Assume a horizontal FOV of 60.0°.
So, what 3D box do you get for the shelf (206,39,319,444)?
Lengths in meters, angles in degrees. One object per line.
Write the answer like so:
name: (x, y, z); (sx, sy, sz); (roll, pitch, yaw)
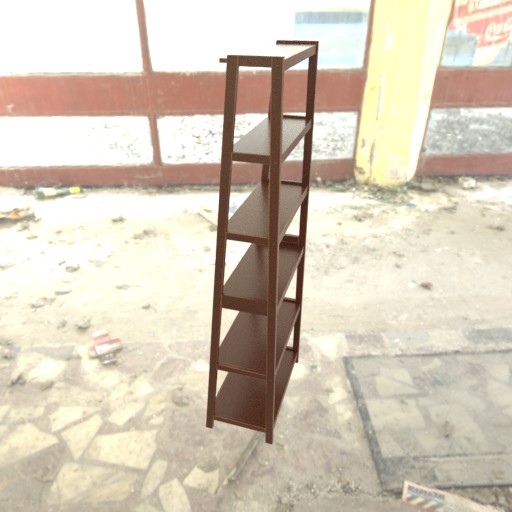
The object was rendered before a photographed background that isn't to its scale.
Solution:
shelf: (0.000, 0.000, 2.203); (0.381, 1.892, 0.660); (9, 31, 15)
